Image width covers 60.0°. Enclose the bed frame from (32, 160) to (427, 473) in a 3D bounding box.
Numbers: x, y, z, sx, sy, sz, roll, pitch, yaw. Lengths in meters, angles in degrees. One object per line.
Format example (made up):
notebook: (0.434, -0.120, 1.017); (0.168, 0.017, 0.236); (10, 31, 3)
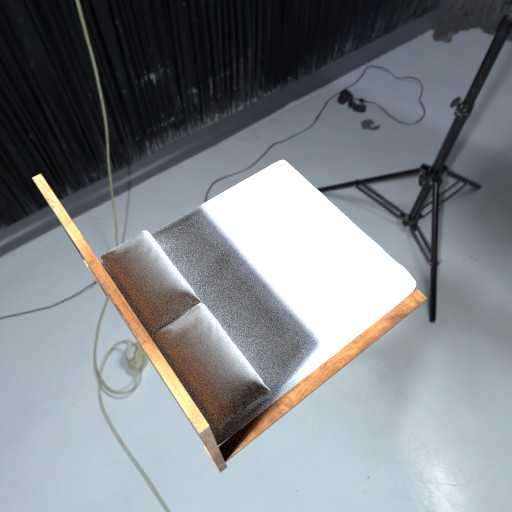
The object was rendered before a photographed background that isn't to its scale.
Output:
bed frame: (0.000, 0.000, 3.553); (2.235, 1.537, 2.038); (-33, 63, -19)
